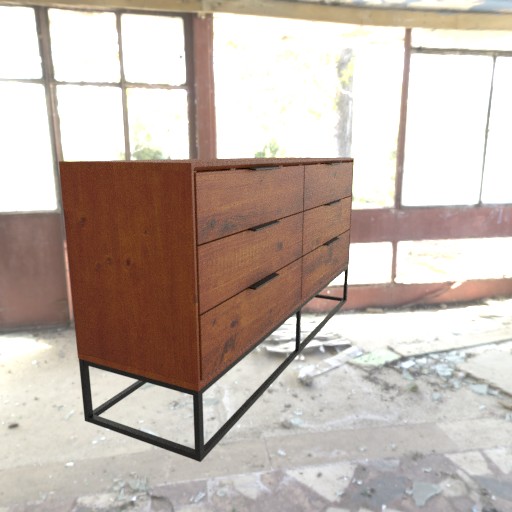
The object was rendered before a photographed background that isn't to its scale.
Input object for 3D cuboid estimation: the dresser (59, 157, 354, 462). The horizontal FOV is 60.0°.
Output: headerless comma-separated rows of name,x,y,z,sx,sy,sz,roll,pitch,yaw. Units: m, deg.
dresser,0.000,0.000,1.892,0.464,0.810,1.536,6,14,26
